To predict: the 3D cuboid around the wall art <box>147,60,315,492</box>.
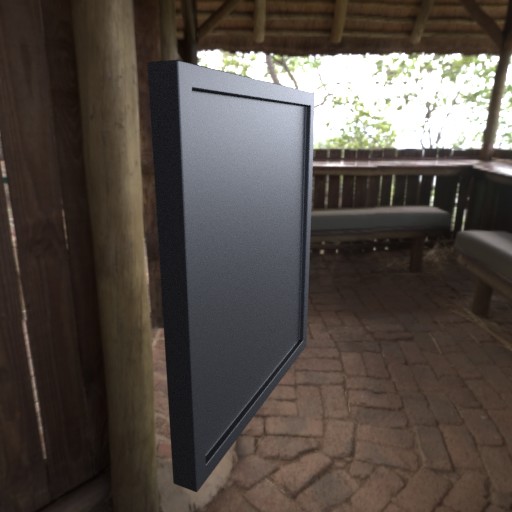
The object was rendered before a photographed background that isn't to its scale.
[{"bbox_3d":[0.000,0.000,0.518,0.028,0.381,0.328,7,17,24],"label":"wall art"}]
